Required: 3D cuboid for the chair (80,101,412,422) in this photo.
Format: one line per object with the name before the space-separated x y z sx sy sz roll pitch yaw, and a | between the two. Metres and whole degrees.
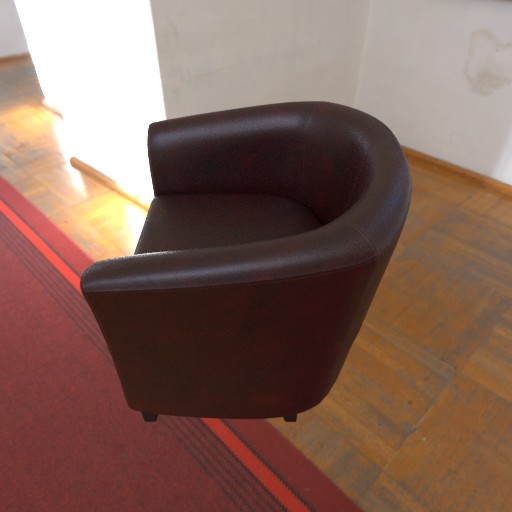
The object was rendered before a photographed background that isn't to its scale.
chair | 0.000 0.000 1.331 0.727 0.756 0.792 0 41 0
